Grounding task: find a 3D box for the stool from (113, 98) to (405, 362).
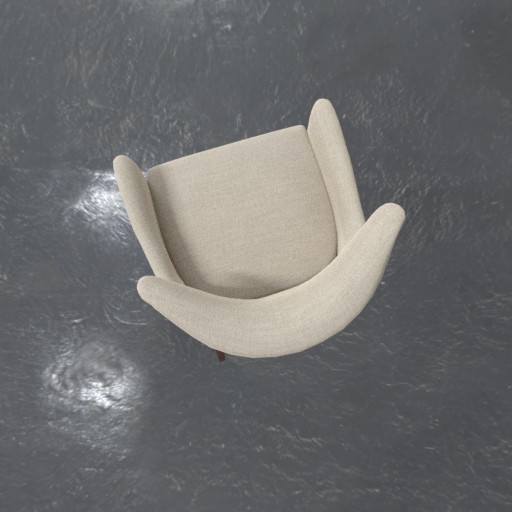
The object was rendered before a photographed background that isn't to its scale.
[{"bbox_3d":[0.000,0.000,1.406,0.615,0.987,0.637,-17,77,-4],"label":"stool"}]
